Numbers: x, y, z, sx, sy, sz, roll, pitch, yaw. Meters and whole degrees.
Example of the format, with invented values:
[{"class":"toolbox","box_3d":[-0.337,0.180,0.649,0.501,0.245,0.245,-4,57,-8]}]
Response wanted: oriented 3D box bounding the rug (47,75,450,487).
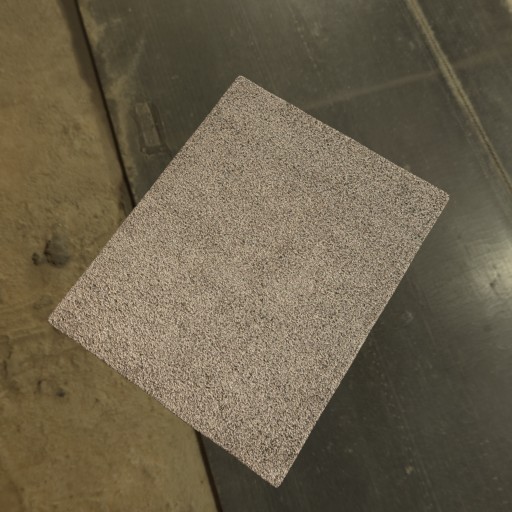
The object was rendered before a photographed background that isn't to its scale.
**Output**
[{"class":"rug","box_3d":[0.000,0.000,4.073,2.438,0.029,3.047,33,77,8]}]
